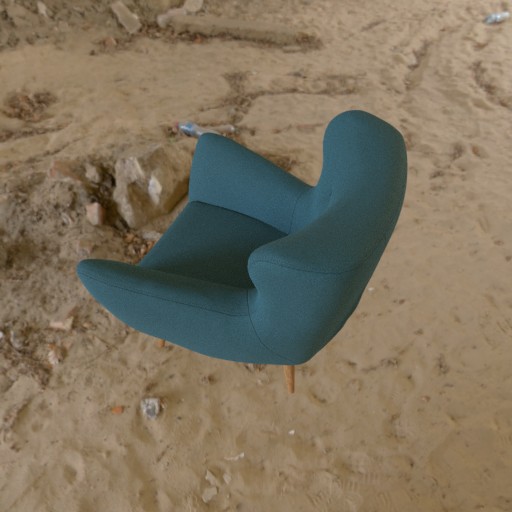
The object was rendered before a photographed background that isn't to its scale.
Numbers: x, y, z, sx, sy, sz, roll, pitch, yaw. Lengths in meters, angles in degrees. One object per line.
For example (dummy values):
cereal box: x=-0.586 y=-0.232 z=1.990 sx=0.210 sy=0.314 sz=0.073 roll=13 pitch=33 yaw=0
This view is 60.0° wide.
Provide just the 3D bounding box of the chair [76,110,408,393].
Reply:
chair: x=0.000 y=0.000 z=1.632 sx=0.889 sy=0.889 sz=0.890 roll=17 pitch=48 yaw=16
